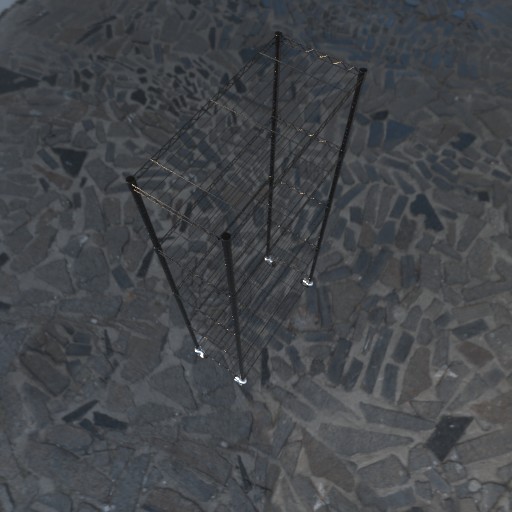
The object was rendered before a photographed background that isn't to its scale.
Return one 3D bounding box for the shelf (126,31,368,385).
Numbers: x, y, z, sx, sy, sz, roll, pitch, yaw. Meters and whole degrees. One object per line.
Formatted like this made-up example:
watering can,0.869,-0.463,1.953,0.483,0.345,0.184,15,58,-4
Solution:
shelf,0.000,0.000,1.991,0.356,1.645,0.762,31,66,15
